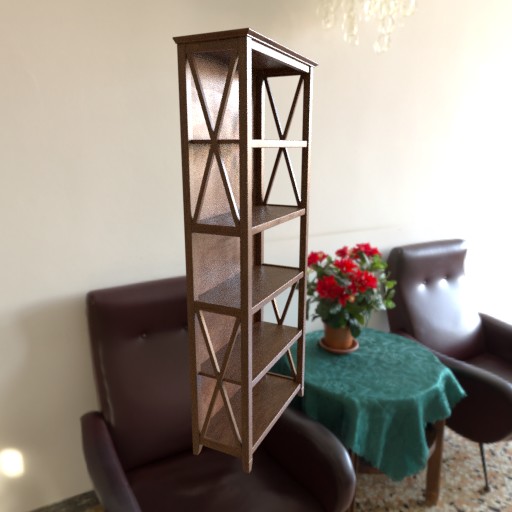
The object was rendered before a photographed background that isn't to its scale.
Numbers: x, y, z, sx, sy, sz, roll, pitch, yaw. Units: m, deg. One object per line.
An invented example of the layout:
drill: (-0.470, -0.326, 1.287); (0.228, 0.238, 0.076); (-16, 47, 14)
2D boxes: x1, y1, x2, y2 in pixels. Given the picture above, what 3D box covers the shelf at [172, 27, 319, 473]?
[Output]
shelf: (0.000, 0.000, 2.240); (0.335, 1.905, 0.805); (7, 16, 25)
